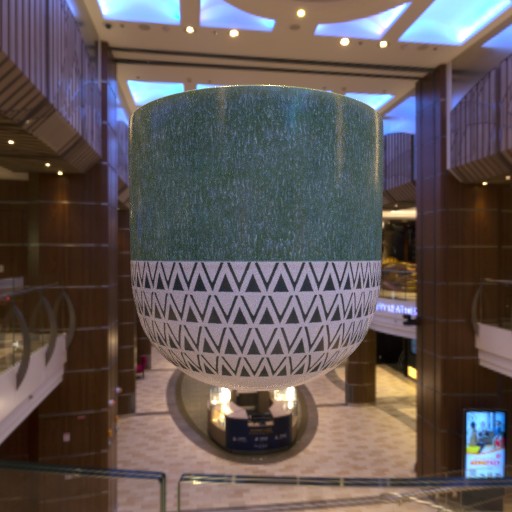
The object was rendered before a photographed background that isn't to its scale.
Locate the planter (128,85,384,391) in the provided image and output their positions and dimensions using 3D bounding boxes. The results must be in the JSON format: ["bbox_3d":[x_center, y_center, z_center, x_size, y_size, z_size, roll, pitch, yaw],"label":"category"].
[{"bbox_3d":[0.000,0.000,0.481,0.266,0.270,0.266,0,0,0],"label":"planter"}]
